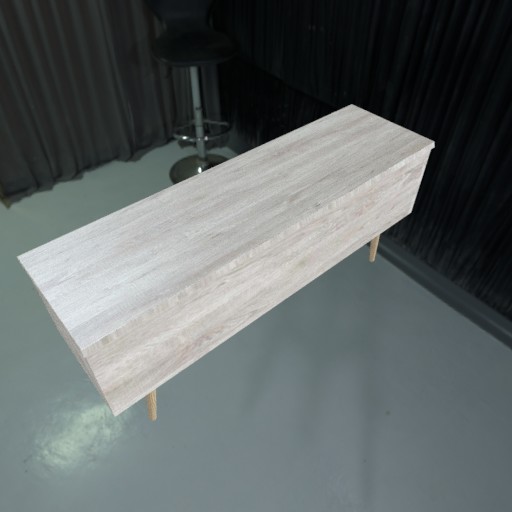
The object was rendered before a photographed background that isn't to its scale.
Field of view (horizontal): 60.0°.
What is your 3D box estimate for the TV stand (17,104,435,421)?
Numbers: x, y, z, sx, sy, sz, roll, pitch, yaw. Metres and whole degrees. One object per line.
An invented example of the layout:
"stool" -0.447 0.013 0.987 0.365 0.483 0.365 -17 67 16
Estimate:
"TV stand" 0.000 0.000 1.548 1.313 0.565 0.401 -31 53 -28
